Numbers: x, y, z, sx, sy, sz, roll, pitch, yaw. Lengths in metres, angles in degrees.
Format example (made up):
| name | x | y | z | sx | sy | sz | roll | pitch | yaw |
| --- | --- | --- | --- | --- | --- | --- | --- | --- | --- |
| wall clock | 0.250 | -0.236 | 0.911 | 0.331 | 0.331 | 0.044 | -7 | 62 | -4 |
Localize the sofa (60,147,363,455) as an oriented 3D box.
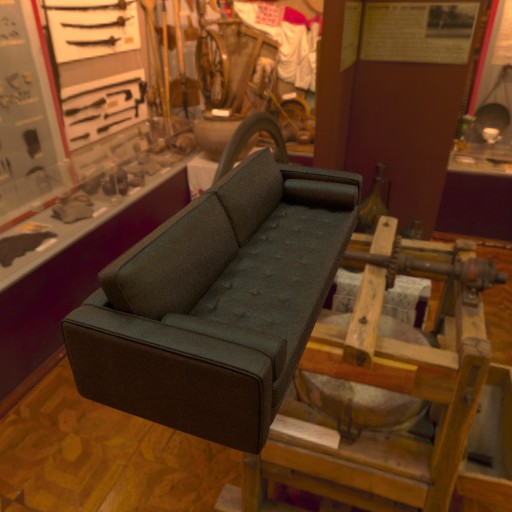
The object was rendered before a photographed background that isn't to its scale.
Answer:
| name | x | y | z | sx | sy | sz | roll | pitch | yaw |
| --- | --- | --- | --- | --- | --- | --- | --- | --- | --- |
| sofa | 0.000 | 0.000 | 2.624 | 0.914 | 0.762 | 2.210 | 11 | 32 | 18 |
